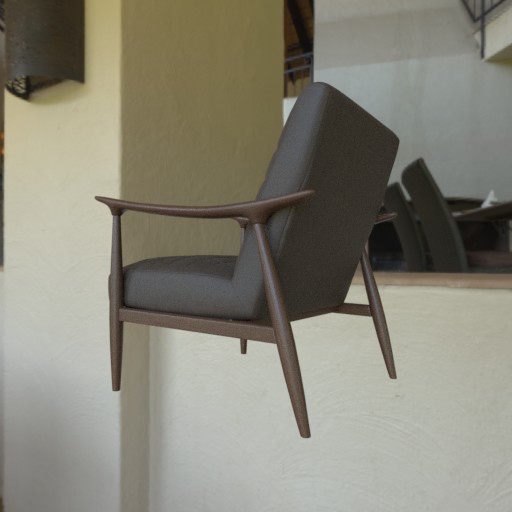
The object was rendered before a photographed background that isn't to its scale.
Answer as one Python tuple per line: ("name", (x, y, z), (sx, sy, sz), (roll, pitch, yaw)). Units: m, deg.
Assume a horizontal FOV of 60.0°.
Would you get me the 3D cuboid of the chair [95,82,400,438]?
("chair", (0.000, 0.000, 1.467), (0.798, 0.831, 0.741), (0, -1, 35))
